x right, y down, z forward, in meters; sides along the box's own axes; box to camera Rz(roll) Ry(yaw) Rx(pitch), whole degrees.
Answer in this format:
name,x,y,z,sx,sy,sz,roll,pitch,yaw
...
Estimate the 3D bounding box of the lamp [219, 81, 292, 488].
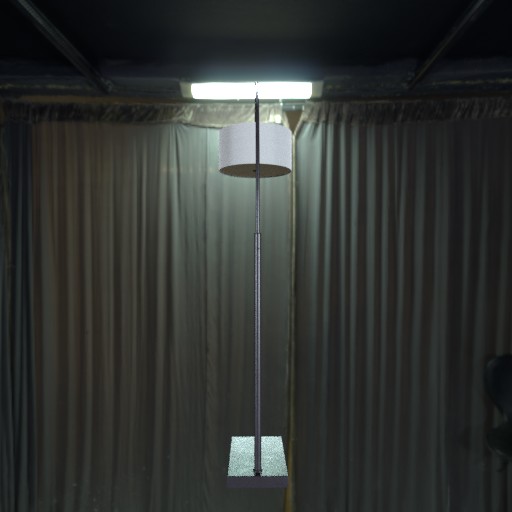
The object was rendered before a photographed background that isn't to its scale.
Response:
name,x,y,z,sx,sy,sz,roll,pitch,yaw
lamp,0.000,0.000,2.546,0.493,1.927,1.424,0,-1,-1
